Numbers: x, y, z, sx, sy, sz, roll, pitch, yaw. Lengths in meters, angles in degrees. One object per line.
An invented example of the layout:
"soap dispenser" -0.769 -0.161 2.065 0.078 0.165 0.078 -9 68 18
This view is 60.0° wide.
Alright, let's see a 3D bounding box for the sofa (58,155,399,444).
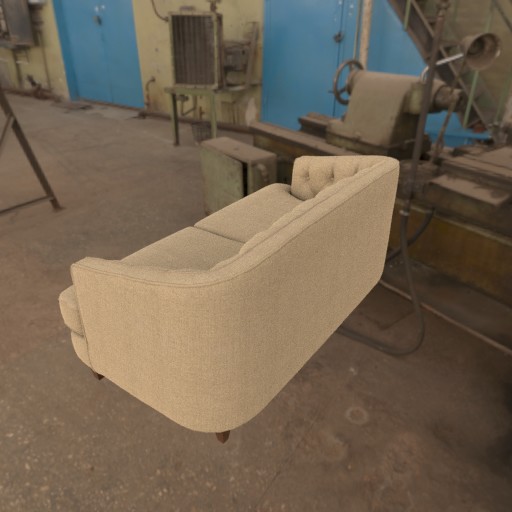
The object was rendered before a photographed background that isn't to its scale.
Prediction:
"sofa" 0.000 0.000 2.297 0.941 0.855 1.733 20 35 31
